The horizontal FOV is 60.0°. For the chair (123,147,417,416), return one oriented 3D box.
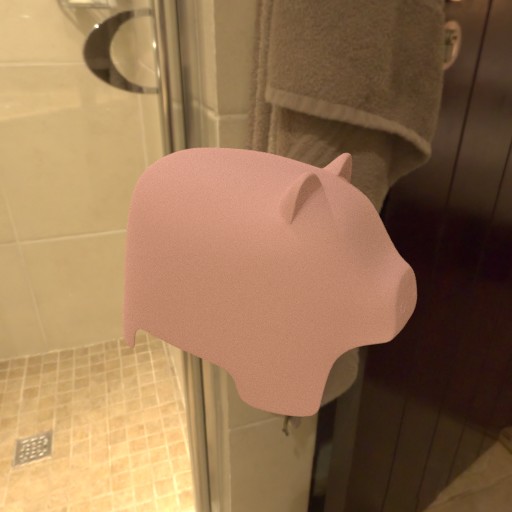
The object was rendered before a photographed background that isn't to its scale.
[{"bbox_3d":[0.000,0.000,0.883,0.619,0.423,0.364,17,32,30],"label":"chair"}]
